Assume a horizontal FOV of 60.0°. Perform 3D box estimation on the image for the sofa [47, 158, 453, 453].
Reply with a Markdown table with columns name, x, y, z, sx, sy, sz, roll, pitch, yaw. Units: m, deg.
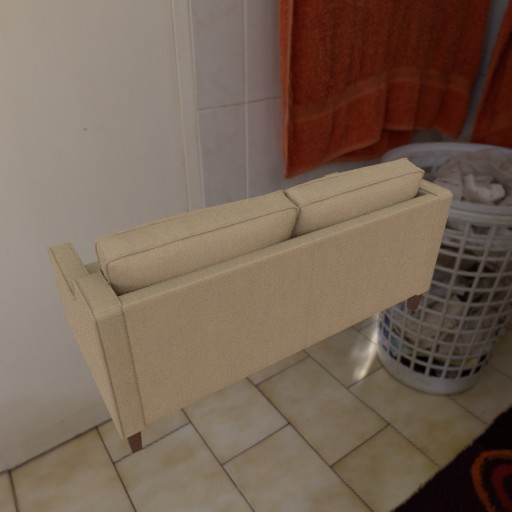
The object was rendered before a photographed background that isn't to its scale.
| name | x | y | z | sx | sy | sz | roll | pitch | yaw |
| --- | --- | --- | --- | --- | --- | --- | --- | --- | --- |
| sofa | 0.000 | 0.000 | 2.739 | 2.178 | 1.071 | 1.066 | -19 | 36 | -28 |
